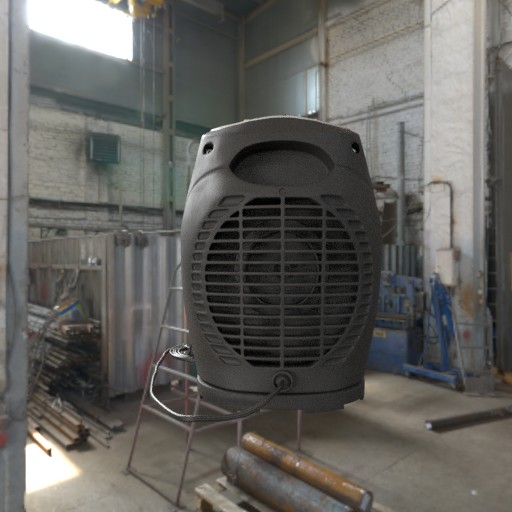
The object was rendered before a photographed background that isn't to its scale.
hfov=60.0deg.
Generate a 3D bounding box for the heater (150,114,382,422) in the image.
[{"bbox_3d":[0.000,0.000,0.475,0.239,0.255,0.291,0,0,2],"label":"heater"}]
